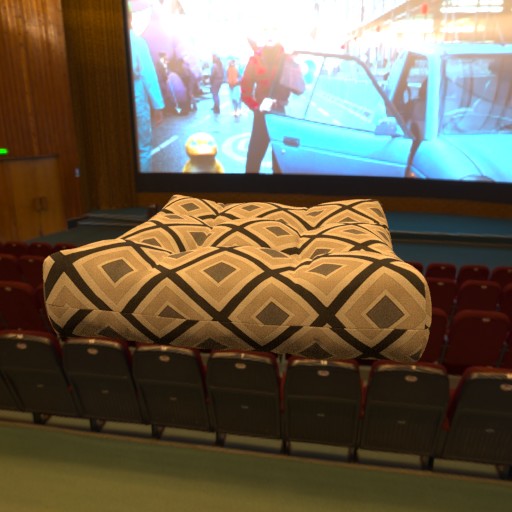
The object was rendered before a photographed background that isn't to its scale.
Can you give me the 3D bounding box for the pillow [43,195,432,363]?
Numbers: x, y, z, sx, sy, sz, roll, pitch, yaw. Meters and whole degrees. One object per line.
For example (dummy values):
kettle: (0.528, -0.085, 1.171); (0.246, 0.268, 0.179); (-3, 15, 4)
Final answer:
pillow: (0.000, 0.000, 0.727); (0.468, 0.128, 0.490); (2, 17, 8)
